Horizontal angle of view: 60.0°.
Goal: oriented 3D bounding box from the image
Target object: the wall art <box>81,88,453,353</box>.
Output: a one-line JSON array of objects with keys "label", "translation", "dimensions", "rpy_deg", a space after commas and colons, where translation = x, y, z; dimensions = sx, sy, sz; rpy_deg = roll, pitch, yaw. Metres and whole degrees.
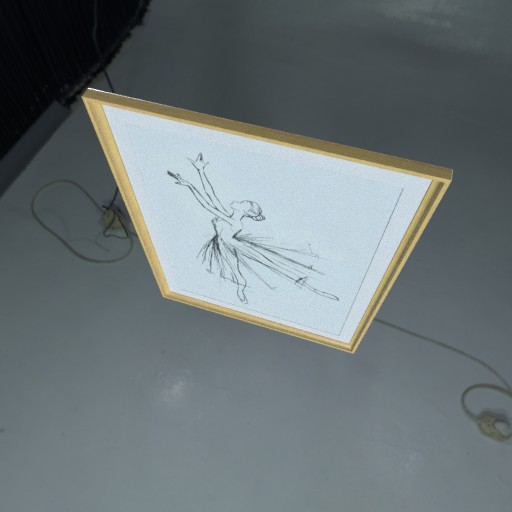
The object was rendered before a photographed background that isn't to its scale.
[{"label": "wall art", "translation": [0.000, 0.000, 1.349], "dimensions": [0.798, 1.002, 0.030], "rpy_deg": [15, 60, 9]}]
